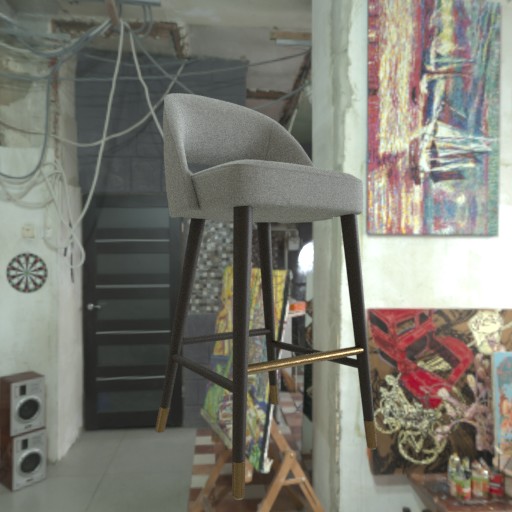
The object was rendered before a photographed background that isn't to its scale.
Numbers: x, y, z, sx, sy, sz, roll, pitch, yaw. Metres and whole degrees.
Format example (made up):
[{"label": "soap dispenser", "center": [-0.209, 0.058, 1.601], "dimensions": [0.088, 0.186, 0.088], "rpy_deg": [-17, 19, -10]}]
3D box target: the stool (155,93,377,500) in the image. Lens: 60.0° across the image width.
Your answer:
[{"label": "stool", "center": [0.000, 0.000, 1.271], "dimensions": [0.494, 1.037, 0.509], "rpy_deg": [0, 0, -35]}]
